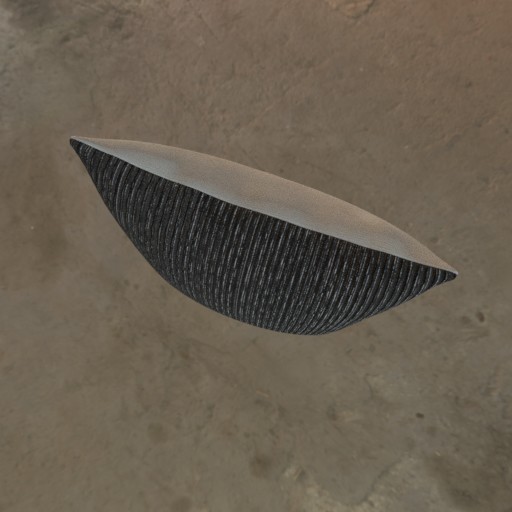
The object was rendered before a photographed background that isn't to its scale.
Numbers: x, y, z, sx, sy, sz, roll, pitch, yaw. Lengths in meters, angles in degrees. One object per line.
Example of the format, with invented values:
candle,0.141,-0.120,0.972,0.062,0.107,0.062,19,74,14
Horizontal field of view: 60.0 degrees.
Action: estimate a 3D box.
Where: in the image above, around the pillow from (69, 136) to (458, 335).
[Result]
pillow,0.000,0.000,0.666,0.433,0.434,0.196,20,77,5
